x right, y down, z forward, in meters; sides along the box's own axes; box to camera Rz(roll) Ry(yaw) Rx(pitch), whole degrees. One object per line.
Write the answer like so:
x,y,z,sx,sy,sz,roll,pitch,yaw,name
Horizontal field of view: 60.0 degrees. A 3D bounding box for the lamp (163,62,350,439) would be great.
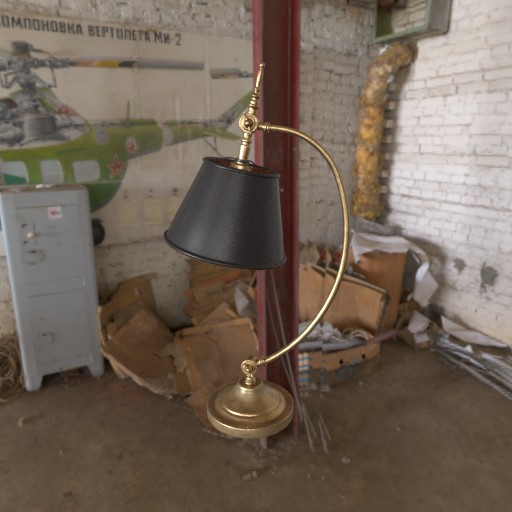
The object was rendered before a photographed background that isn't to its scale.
0.000,0.000,0.834,0.344,0.675,0.235,2,15,8,lamp
